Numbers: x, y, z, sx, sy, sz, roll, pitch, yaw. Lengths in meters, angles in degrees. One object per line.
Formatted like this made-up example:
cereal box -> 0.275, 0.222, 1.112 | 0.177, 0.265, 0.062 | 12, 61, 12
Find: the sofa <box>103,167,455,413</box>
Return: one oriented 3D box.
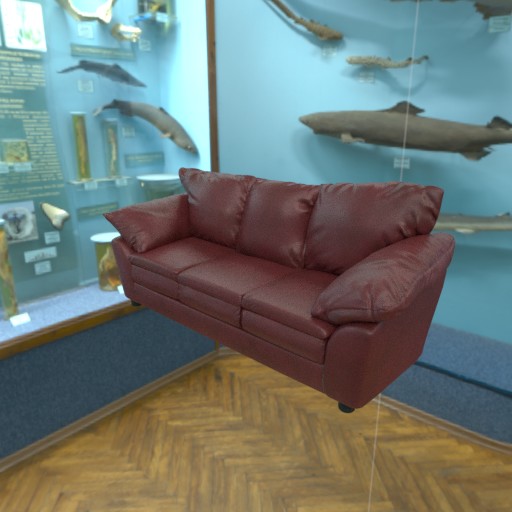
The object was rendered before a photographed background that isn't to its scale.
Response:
sofa -> 0.000, 0.000, 2.945 | 2.390, 1.091, 0.907 | 16, 23, 41
